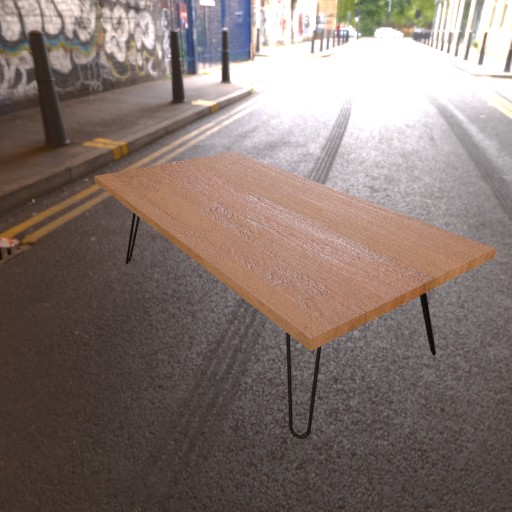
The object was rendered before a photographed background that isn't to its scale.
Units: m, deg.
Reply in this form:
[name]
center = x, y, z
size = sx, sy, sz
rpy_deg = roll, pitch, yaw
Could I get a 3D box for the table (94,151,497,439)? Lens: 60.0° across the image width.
[table]
center = 0.000, 0.000, 1.641
size = 0.699, 0.400, 1.348
rpy_deg = -18, 33, -31
